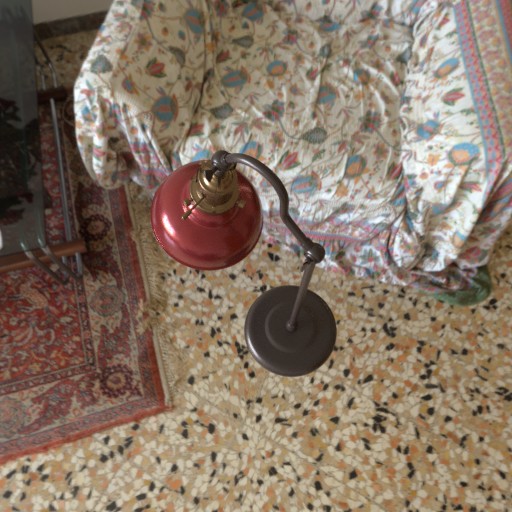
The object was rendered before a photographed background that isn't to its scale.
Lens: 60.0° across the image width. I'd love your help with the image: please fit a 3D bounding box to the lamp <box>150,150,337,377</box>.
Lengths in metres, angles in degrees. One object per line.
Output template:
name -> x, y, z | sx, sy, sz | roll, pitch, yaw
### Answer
lamp -> 0.000, 0.000, 0.712 | 0.374, 0.508, 0.192 | 36, 71, 14
